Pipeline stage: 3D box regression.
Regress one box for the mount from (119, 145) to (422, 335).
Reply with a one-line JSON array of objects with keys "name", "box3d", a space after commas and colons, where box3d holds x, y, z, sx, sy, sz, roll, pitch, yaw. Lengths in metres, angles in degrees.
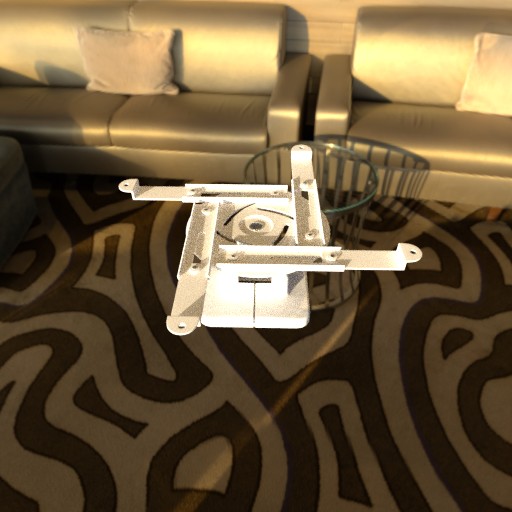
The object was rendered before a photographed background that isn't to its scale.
[{"name": "mount", "box3d": [0.000, 0.000, 0.624, 0.394, 0.141, 0.394, 1, 41, 1]}]
